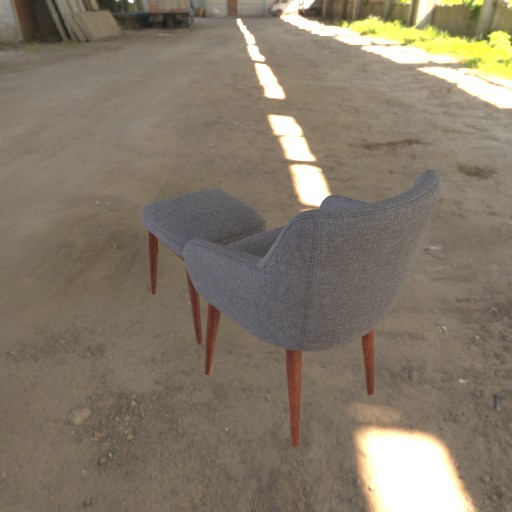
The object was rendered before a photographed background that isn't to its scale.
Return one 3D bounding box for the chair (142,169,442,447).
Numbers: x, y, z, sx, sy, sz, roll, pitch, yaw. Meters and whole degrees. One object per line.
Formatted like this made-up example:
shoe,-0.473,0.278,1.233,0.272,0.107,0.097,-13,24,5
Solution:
chair,0.000,0.000,1.514,0.584,0.799,1.107,-20,36,-31
